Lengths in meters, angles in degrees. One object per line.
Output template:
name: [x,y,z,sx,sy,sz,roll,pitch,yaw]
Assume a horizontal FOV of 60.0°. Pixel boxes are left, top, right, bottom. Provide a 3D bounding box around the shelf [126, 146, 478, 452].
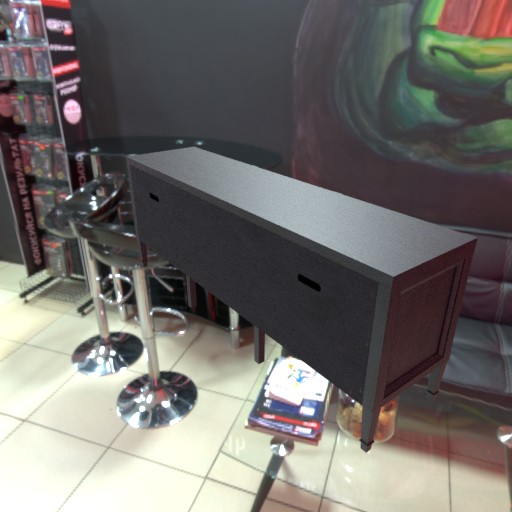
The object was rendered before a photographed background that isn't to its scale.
shelf: [0.000,0.000,2.205,0.471,0.715,1.878,-18,31,-33]
